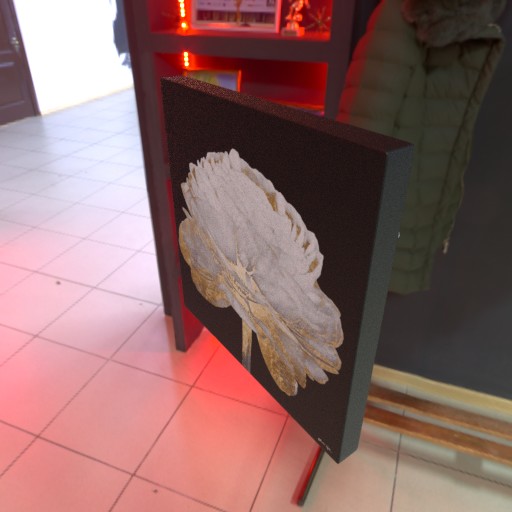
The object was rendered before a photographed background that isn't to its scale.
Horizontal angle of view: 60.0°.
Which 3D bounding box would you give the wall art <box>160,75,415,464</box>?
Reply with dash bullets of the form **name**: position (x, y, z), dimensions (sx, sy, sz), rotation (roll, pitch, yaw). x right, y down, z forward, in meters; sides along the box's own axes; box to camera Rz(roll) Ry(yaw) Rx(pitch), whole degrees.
- **wall art**: position (0.000, 0.000, 0.603), dimensions (0.041, 0.407, 0.406), rotation (-21, 37, -30)
